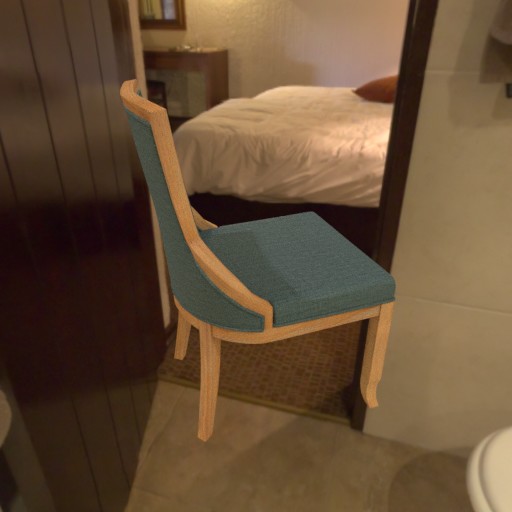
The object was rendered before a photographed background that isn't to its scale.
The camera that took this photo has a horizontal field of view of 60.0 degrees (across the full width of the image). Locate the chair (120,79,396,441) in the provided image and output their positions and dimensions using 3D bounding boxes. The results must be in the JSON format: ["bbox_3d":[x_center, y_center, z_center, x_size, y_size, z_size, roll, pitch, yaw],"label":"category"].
[{"bbox_3d":[0.000,0.000,1.307,0.641,0.947,0.524,-10,30,-17],"label":"chair"}]
